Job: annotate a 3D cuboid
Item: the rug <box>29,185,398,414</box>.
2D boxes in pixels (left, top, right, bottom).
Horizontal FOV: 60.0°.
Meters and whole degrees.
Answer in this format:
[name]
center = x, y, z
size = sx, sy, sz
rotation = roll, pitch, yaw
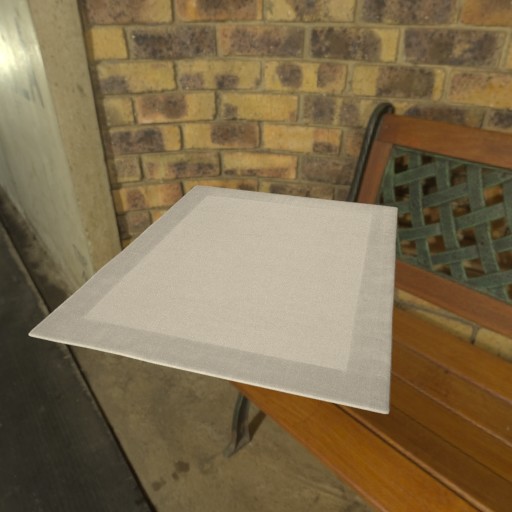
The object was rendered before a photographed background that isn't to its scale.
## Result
[rug]
center = 0.000, 0.000, 3.997
size = 2.430, 0.018, 2.976
rotation = 8, 31, 14
